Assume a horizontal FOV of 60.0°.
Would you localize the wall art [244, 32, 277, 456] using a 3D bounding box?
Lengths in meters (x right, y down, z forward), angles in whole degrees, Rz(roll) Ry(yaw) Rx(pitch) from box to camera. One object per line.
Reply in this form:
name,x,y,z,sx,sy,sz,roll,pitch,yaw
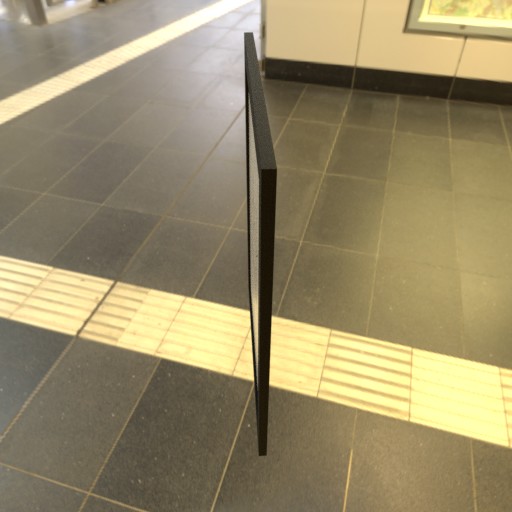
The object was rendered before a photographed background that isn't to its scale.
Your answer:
wall art,0.000,0.000,0.586,0.011,0.459,0.326,-2,42,-2
